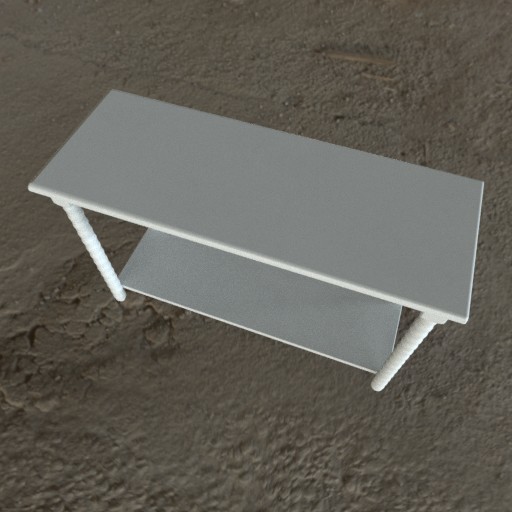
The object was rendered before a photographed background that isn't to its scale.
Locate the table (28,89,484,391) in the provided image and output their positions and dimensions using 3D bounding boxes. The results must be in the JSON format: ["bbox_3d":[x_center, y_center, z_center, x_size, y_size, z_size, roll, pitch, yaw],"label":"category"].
[{"bbox_3d":[0.000,0.000,1.530,1.184,0.740,0.459,17,59,11],"label":"table"}]
